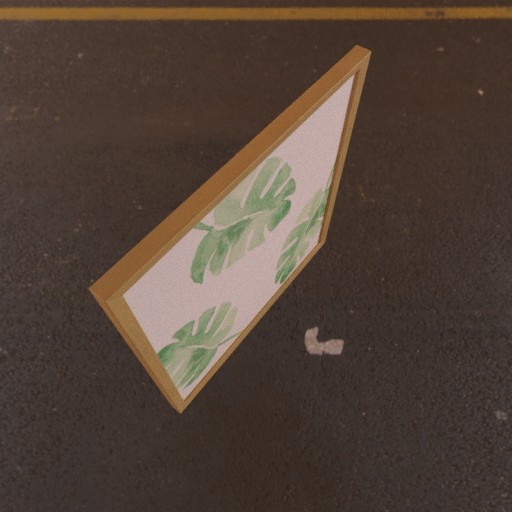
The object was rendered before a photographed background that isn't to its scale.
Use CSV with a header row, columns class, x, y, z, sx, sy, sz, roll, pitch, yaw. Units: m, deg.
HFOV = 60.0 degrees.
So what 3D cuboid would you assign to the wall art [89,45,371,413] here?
class,x,y,z,sx,sy,sz,roll,pitch,yaw
wall art,0.000,0.000,1.137,0.037,0.763,0.763,34,65,19
